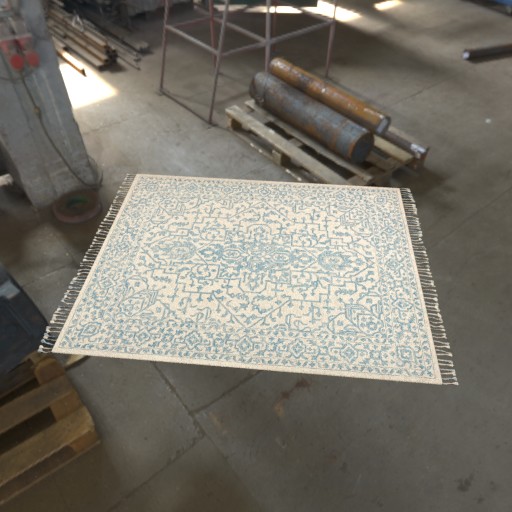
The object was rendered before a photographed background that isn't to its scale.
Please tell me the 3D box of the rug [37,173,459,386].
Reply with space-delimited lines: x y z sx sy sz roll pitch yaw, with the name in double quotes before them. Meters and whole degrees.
"rug" 0.000 0.000 4.282 3.327 0.010 2.464 4 46 4
